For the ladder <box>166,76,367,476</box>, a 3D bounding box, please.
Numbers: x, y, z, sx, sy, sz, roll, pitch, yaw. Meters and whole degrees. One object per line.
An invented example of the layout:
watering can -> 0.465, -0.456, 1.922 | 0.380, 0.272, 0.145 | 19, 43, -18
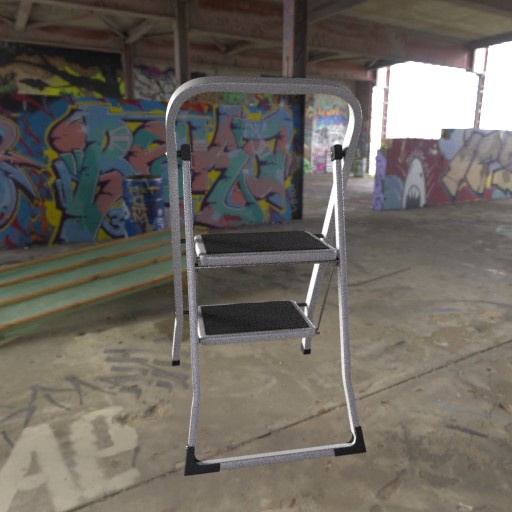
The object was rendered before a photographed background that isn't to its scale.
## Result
ladder -> 0.000, 0.000, 1.125 | 0.460, 0.810, 0.544 | -3, 14, -10
